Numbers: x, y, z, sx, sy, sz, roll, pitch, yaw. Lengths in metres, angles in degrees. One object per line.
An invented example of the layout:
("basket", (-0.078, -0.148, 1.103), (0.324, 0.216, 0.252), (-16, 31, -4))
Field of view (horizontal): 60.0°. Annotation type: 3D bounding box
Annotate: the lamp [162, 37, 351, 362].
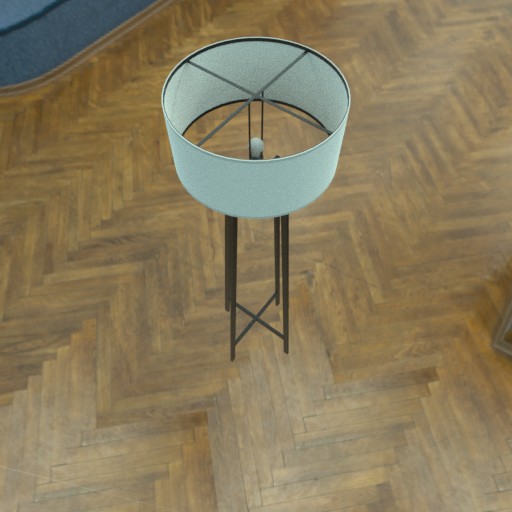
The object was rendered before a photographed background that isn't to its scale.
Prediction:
("lamp", (0.000, 0.000, 1.719), (0.456, 1.510, 0.457), (33, 64, 19))
